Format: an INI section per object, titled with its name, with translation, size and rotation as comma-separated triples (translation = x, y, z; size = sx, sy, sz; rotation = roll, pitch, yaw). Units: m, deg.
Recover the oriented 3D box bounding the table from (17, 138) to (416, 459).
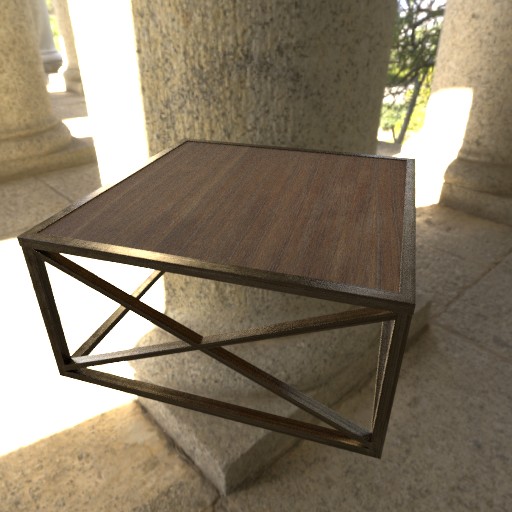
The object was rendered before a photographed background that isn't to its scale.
[table]
translation = 0.000, 0.000, 1.417
size = 0.899, 0.451, 0.909
rotation = 9, 31, 15
